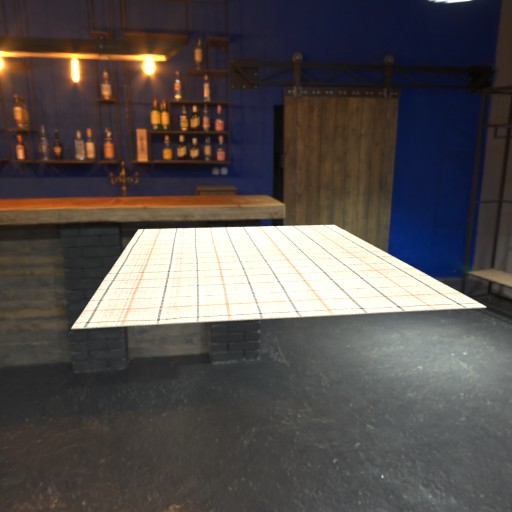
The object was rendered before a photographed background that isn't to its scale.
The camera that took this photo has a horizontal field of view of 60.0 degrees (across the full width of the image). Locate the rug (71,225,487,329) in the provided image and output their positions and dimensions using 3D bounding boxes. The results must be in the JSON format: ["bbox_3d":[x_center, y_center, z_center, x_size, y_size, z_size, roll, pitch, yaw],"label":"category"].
[{"bbox_3d":[0.000,0.000,4.025,2.444,0.012,3.048,-2,14,-8],"label":"rug"}]
